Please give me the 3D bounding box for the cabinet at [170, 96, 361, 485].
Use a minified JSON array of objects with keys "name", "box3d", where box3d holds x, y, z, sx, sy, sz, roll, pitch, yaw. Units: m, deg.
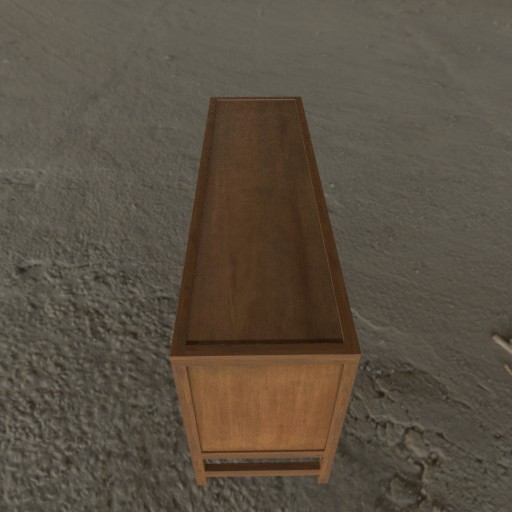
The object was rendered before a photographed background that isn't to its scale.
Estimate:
[{"name":"cabinet","box3d":[0.000,0.000,2.061,0.522,0.820,1.708,-1,41,-1]}]
